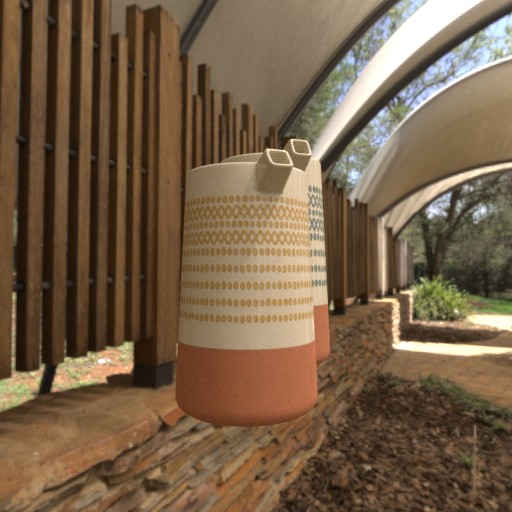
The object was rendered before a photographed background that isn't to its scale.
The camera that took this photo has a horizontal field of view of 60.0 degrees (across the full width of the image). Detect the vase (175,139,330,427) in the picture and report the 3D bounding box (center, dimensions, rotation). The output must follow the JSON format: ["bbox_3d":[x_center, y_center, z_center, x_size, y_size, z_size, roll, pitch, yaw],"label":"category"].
[{"bbox_3d":[0.000,0.000,0.468,0.168,0.247,0.326,-1,-2,19],"label":"vase"}]
